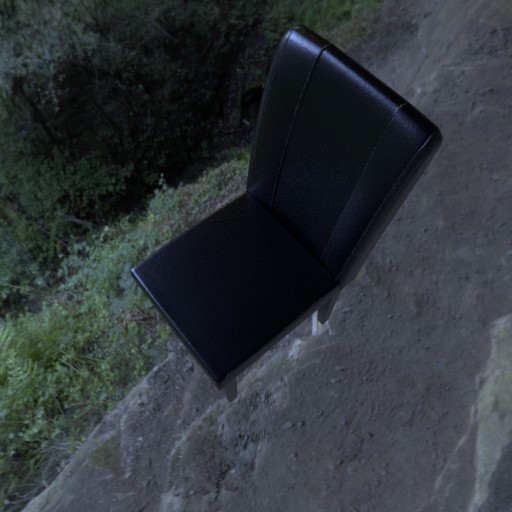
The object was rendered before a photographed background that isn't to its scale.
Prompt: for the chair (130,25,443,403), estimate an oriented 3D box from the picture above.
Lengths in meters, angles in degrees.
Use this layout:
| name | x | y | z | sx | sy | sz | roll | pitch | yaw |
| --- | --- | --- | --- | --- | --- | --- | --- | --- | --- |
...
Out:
| name | x | y | z | sx | sy | sz | roll | pitch | yaw |
| --- | --- | --- | --- | --- | --- | --- | --- | --- | --- |
| chair | 0.000 | 0.000 | 1.156 | 0.556 | 0.897 | 0.399 | -37 | 69 | -16 |
